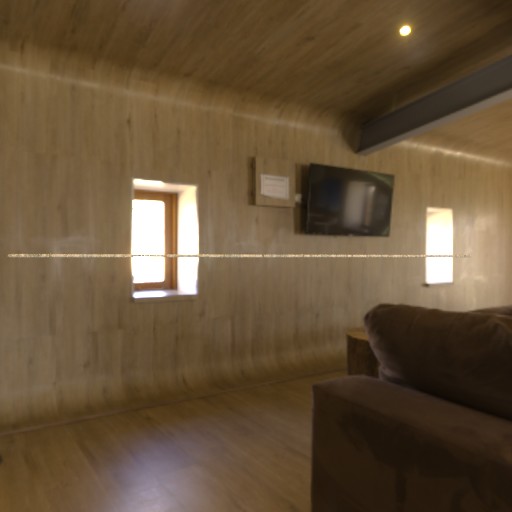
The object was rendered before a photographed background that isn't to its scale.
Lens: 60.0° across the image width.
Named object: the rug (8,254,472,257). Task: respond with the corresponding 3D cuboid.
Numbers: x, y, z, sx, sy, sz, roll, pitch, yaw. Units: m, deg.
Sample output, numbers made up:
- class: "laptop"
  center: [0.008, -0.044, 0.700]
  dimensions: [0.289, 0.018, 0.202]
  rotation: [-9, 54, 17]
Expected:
- class: "rug"
  center: [0.000, 0.000, 2.435]
  dimensions: [2.290, 0.014, 0.700]
  rotation: [0, 0, -18]
